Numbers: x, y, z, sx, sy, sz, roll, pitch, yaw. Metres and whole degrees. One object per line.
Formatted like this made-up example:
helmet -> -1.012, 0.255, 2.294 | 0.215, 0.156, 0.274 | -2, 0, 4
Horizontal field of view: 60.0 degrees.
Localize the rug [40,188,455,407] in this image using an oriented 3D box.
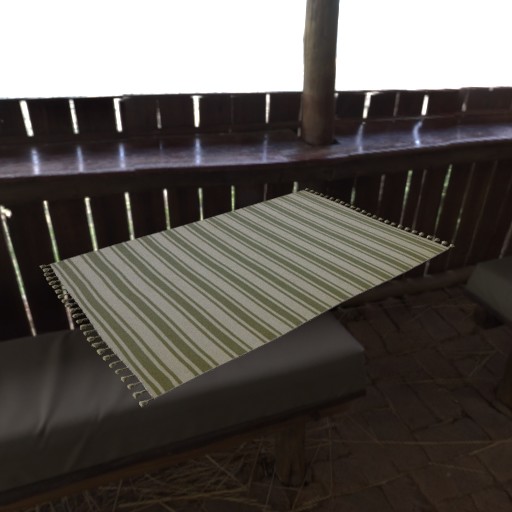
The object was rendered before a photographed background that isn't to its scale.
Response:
rug -> 0.000, 0.000, 2.325 | 1.875, 0.013, 1.162 | -20, 35, -33
